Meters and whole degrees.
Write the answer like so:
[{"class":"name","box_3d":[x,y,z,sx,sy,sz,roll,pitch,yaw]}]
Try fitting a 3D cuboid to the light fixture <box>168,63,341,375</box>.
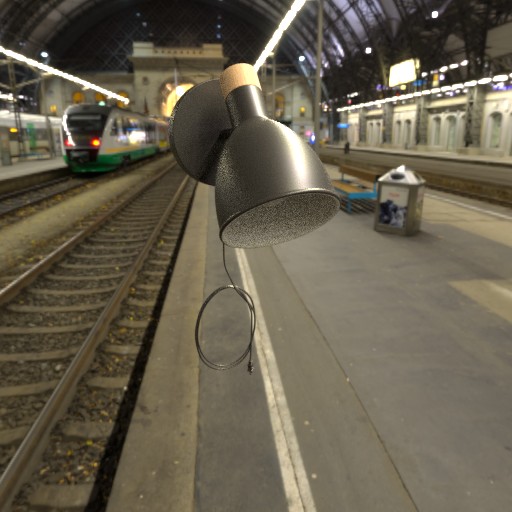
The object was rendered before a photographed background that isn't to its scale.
[{"class":"light fixture","box_3d":[0.000,0.000,0.489,0.127,0.401,0.203,-7,17,-26]}]
